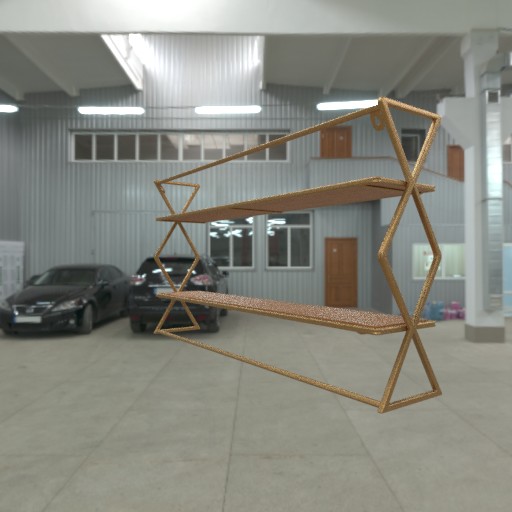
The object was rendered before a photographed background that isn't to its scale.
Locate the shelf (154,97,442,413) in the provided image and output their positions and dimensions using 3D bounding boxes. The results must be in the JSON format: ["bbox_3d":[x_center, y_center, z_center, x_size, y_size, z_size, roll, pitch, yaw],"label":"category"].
[{"bbox_3d":[0.000,0.000,1.004,0.150,0.450,0.822,0,0,-35],"label":"shelf"}]
